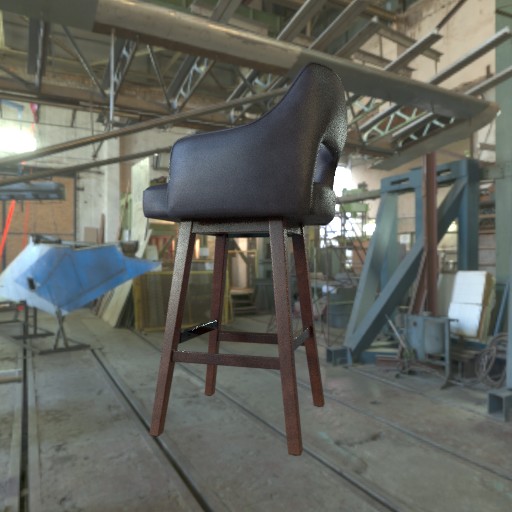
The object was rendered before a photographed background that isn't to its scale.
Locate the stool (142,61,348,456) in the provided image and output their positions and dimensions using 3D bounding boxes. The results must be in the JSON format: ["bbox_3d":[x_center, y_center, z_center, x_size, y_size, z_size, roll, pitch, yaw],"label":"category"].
[{"bbox_3d":[0.000,0.000,1.403,0.560,1.041,0.550,0,0,17],"label":"stool"}]
